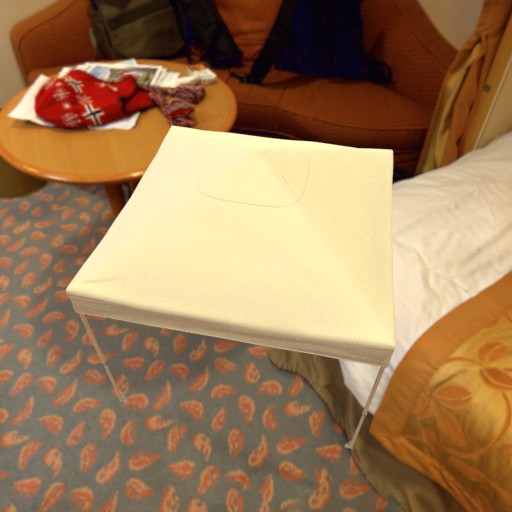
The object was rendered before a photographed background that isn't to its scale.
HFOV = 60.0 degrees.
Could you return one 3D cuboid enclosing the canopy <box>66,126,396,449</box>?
[{"bbox_3d":[0.000,0.000,5.406,2.998,2.997,2.996,8,47,8],"label":"canopy"}]
